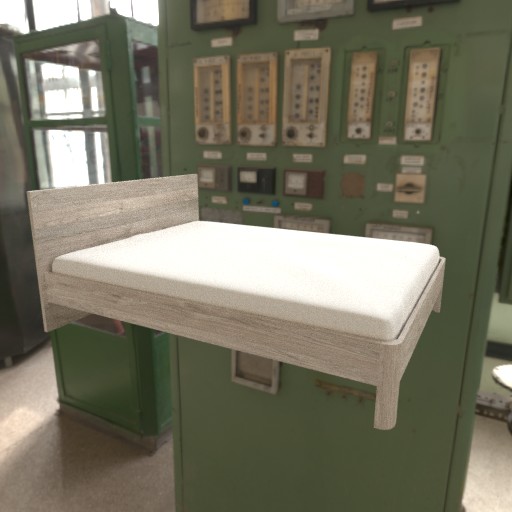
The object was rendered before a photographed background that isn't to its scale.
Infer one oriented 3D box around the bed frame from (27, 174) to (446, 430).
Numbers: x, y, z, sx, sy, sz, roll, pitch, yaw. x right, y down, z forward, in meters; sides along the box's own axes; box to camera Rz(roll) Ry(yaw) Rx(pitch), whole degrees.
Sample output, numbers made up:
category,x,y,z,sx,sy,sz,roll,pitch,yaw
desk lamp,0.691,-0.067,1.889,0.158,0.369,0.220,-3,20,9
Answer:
category,x,y,z,sx,sy,sz,roll,pitch,yaw
bed frame,0.000,0.000,2.623,1.950,0.800,1.490,8,16,28
